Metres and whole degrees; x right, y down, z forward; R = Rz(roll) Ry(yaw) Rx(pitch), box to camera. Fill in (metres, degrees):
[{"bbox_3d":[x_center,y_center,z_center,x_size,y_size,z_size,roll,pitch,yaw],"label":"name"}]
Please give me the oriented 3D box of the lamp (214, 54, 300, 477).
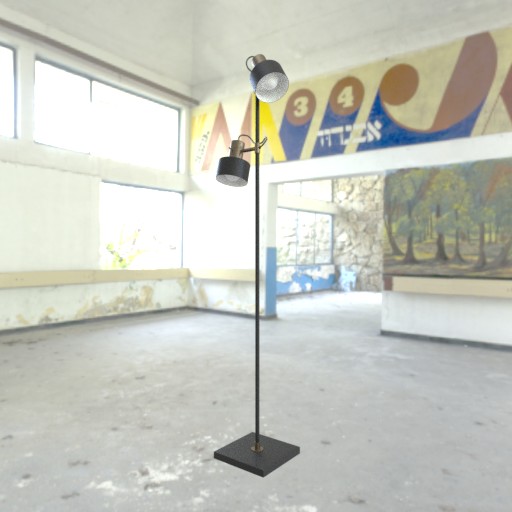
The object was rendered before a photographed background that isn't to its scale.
[{"bbox_3d":[0.000,0.000,1.666,0.315,1.505,0.233,0,1,38],"label":"lamp"}]
